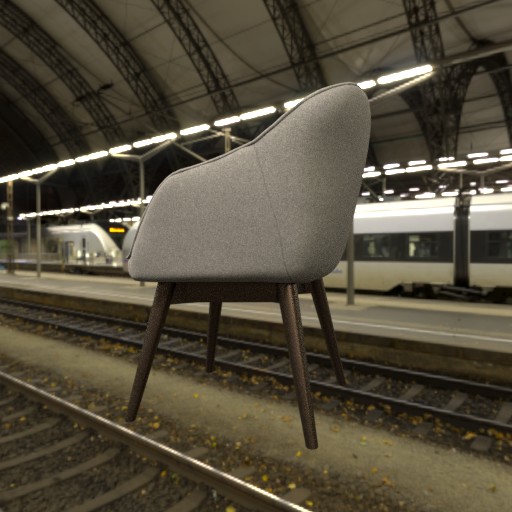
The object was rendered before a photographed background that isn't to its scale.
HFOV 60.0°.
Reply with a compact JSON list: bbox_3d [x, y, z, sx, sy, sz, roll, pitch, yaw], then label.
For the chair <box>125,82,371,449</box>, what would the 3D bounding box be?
[{"bbox_3d":[0.000,0.000,1.229,0.611,0.810,0.589,0,1,19],"label":"chair"}]
